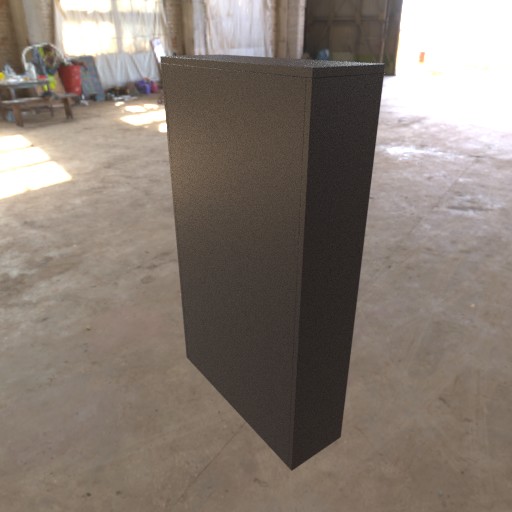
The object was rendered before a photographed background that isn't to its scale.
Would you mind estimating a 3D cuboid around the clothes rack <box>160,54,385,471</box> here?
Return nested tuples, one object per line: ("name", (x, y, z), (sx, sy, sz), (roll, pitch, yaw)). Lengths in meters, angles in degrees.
("clothes rack", (0.000, 0.000, 1.577), (0.250, 1.280, 0.750), (-18, 32, -32))
